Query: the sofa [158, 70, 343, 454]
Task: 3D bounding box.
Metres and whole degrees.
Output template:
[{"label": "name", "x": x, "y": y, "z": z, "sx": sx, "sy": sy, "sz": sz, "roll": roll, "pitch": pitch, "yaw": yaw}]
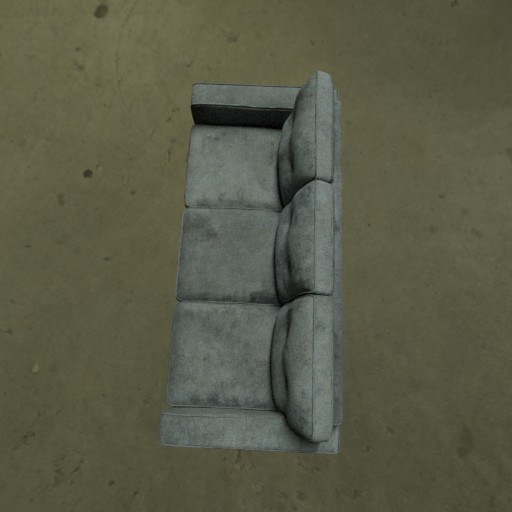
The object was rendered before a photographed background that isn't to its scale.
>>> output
[{"label": "sofa", "x": 0.000, "y": 0.000, "z": 2.656, "sx": 0.939, "sy": 0.965, "sz": 2.133, "roll": 3, "pitch": 75, "yaw": 1}]
